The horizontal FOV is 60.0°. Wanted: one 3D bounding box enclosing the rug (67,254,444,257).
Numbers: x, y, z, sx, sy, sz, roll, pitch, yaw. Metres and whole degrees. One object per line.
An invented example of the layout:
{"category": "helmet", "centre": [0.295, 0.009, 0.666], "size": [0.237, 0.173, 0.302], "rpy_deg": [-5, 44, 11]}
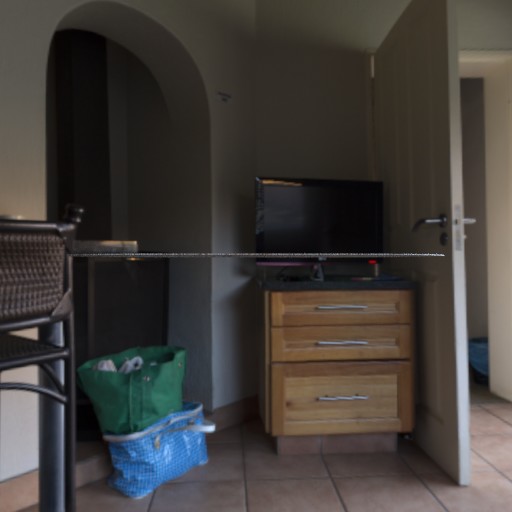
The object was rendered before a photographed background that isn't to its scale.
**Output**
{"category": "rug", "centre": [0.000, 0.000, 3.009], "size": [2.432, 0.006, 1.520], "rpy_deg": [0, -1, -1]}
